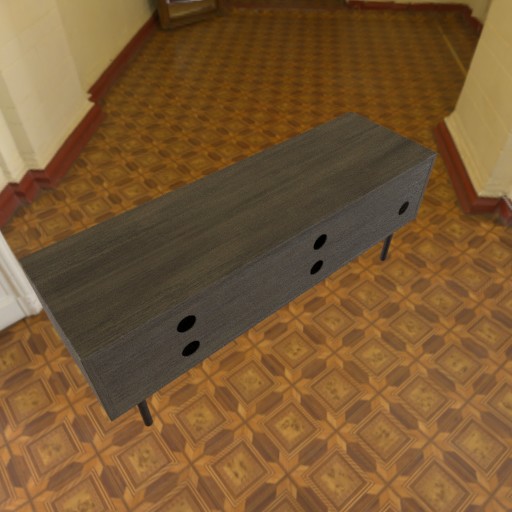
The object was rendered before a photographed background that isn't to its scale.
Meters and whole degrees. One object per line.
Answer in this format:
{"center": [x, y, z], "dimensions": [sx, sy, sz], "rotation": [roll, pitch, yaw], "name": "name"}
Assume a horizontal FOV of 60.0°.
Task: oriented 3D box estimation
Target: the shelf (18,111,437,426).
{"center": [0.000, 0.000, 1.522], "dimensions": [1.300, 0.495, 0.400], "rotation": [-30, 52, -27], "name": "shelf"}
